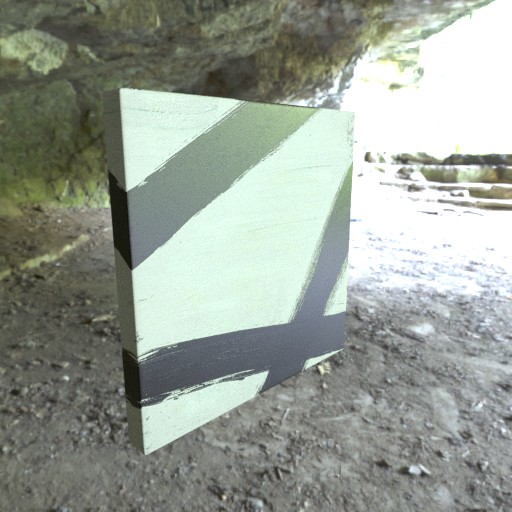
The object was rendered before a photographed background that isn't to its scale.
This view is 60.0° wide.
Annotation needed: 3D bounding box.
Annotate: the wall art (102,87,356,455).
[{"bbox_3d":[0.000,0.000,0.776,0.507,0.508,0.050,-13,19,-43],"label":"wall art"}]
